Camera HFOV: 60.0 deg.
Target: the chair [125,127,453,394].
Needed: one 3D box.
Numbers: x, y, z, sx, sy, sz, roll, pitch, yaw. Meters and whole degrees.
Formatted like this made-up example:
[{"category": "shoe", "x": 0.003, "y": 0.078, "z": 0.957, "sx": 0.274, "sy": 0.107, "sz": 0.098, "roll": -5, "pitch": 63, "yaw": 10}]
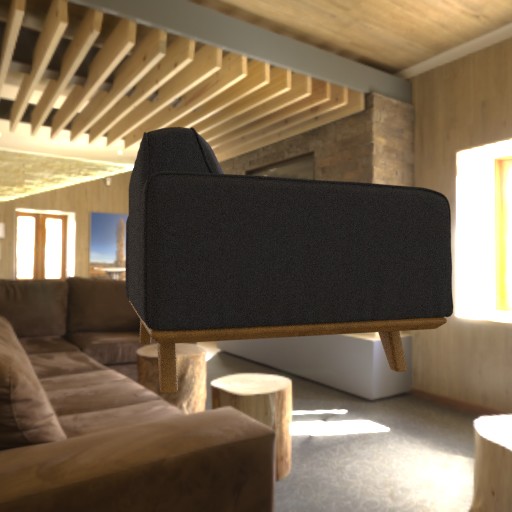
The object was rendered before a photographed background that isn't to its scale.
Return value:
[{"category": "chair", "x": 0.000, "y": 0.000, "z": 1.753, "sx": 0.953, "sy": 0.783, "sz": 1.118, "roll": 0, "pitch": -1, "yaw": -19}]
